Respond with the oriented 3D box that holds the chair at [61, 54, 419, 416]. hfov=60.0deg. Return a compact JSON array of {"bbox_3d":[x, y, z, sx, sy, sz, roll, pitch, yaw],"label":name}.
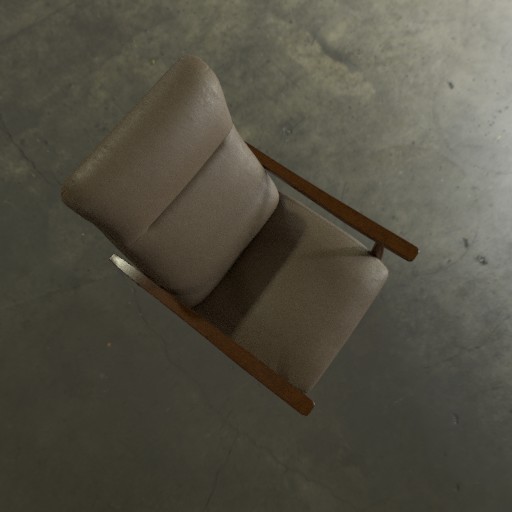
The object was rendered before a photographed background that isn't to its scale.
[{"bbox_3d":[0.000,0.000,1.782,1.014,1.082,0.762,36,78,9],"label":"chair"}]
